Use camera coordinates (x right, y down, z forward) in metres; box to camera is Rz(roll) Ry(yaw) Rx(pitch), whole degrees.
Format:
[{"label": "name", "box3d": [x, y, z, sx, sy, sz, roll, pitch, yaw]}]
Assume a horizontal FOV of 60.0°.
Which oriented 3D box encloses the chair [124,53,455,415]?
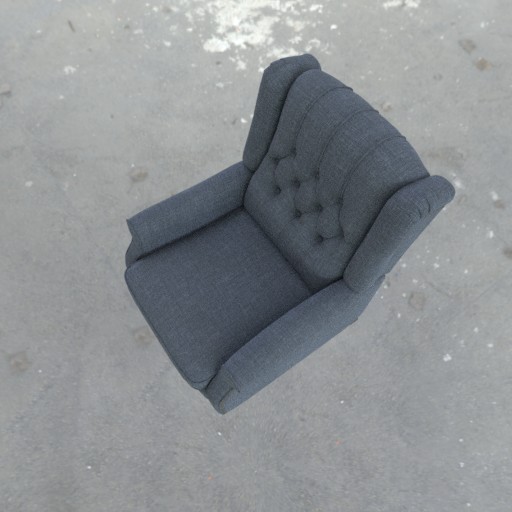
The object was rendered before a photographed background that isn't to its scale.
[{"label": "chair", "box3d": [0.000, 0.000, 1.614, 0.898, 1.035, 0.742, -32, 68, -15]}]
